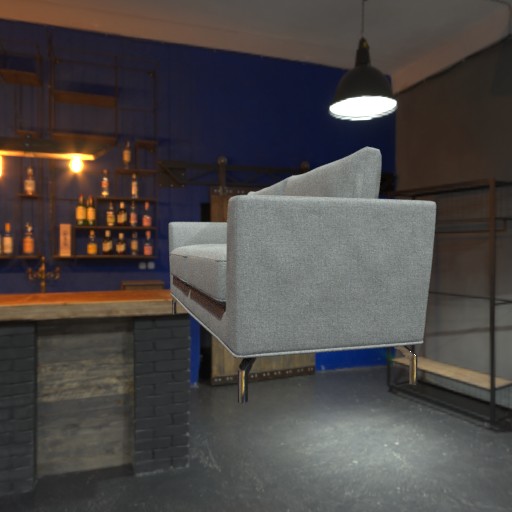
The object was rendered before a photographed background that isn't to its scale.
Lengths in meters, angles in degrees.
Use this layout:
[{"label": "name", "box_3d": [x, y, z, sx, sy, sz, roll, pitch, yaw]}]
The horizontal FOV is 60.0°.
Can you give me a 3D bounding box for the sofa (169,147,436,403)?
[{"label": "sofa", "box_3d": [0.000, 0.000, 2.719, 0.869, 1.002, 2.212, 0, 2, -17]}]
